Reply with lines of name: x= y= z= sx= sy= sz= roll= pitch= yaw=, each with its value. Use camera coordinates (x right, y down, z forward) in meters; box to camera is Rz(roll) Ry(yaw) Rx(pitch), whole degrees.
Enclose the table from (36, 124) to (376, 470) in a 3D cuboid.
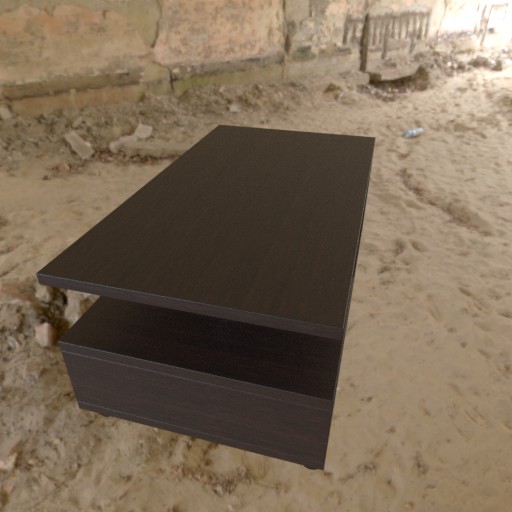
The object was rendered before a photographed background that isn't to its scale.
table: x=0.000 y=0.000 z=1.339 sx=0.590 sy=0.460 sz=1.050 roll=9 pitch=33 yaw=13
